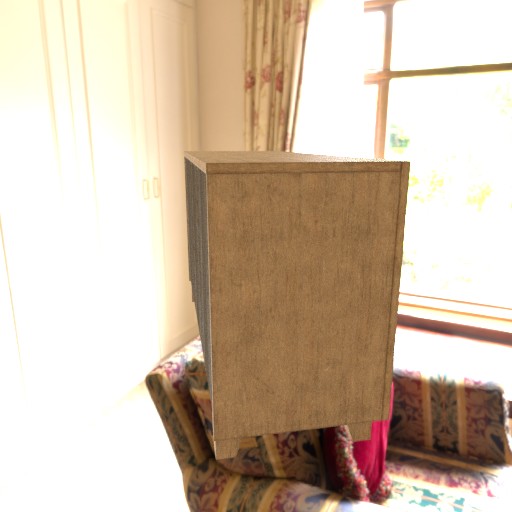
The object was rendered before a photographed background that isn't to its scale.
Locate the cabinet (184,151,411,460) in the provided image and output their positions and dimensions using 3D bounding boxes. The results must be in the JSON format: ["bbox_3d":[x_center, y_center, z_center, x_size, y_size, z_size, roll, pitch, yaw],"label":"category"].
[{"bbox_3d":[0.000,0.000,1.843,0.511,0.825,1.460,-3,15,-11],"label":"cabinet"}]
